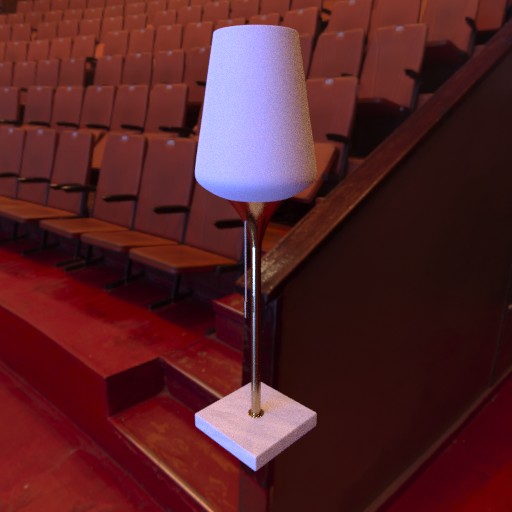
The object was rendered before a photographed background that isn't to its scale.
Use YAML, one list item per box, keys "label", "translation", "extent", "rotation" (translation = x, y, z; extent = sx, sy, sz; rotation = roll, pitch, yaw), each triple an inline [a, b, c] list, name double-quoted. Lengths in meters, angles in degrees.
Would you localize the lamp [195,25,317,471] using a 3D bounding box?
- label: "lamp"
  translation: [0.000, 0.000, 0.702]
  extent: [0.181, 0.639, 0.181]
  rotation: [16, 23, 42]
